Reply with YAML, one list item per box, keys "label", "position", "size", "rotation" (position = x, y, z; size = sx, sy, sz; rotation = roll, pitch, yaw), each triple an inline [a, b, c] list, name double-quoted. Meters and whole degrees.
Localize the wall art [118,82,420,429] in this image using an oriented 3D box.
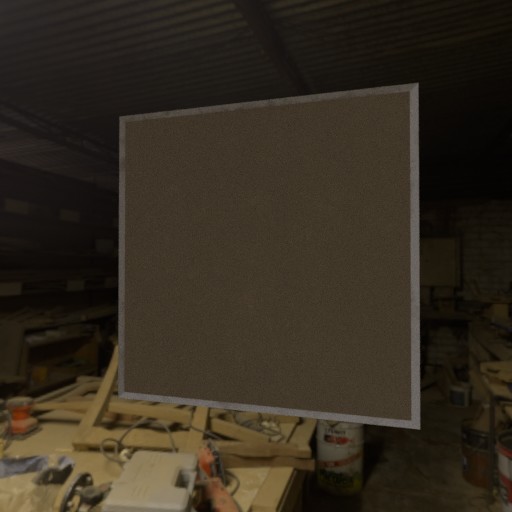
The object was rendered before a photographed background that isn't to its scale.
- label: "wall art"
  position: [0.000, 0.000, 0.736]
  size: [0.508, 0.506, 0.029]
  rotation: [0, -1, 17]
